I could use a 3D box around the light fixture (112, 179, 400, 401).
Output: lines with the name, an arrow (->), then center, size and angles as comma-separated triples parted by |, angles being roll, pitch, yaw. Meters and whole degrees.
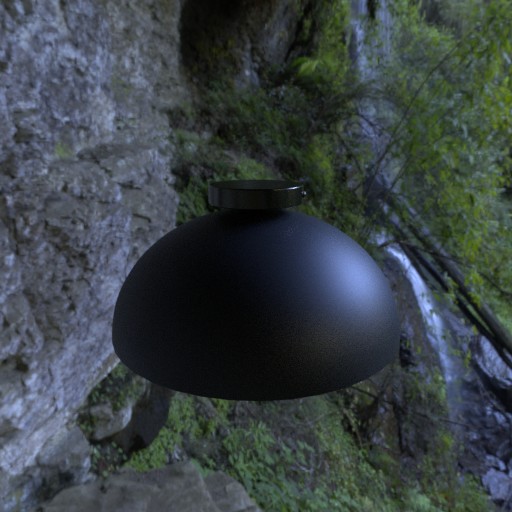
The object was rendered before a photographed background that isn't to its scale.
light fixture -> 0.000, 0.000, 0.549 | 0.355, 0.177, 0.355 | 0, 15, 0
